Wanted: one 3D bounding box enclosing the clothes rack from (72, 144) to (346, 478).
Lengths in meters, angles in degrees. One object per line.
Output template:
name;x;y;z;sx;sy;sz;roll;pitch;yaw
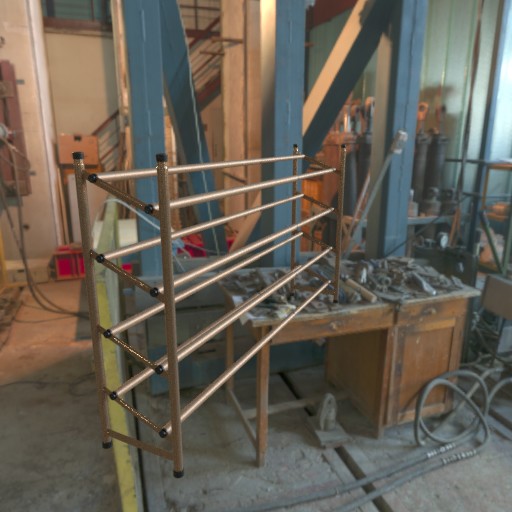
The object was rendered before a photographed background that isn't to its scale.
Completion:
clothes rack;0.000;0.000;1.403;0.229;0.672;1.168;7;17;26
